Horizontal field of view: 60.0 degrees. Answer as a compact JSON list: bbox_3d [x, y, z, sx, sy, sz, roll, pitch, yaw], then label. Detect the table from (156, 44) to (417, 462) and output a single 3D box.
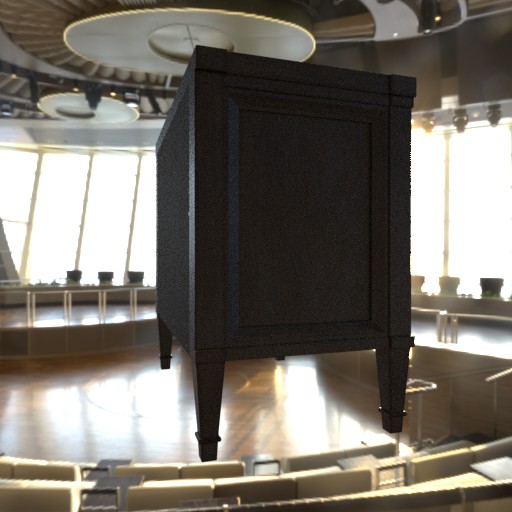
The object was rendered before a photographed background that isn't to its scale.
[{"bbox_3d":[0.000,0.000,1.067,0.413,0.660,0.660,0,0,-18],"label":"table"}]
